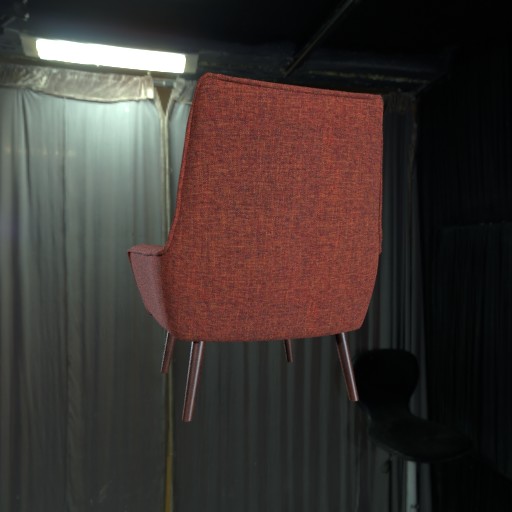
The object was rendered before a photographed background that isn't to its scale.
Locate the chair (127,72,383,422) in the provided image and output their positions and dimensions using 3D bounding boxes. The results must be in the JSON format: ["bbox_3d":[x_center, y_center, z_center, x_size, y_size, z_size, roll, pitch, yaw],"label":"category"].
[{"bbox_3d":[0.000,0.000,1.491,0.803,0.911,0.784,0,1,-19],"label":"chair"}]
